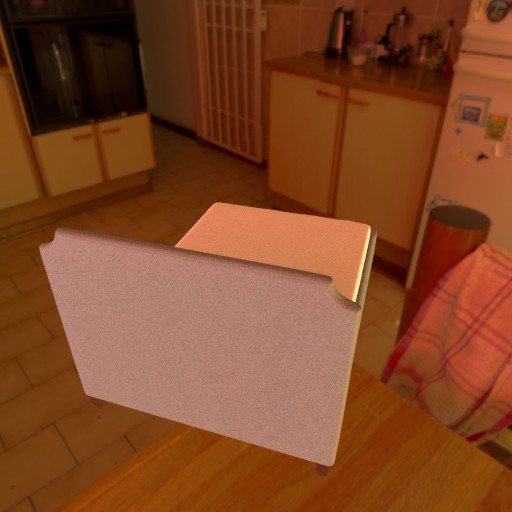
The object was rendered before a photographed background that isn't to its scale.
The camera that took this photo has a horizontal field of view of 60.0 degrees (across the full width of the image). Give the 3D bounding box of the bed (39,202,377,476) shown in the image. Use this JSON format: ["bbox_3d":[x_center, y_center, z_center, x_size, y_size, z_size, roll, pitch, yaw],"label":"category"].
[{"bbox_3d":[0.000,0.000,3.387,1.712,1.443,2.372,10,34,15],"label":"bed"}]
